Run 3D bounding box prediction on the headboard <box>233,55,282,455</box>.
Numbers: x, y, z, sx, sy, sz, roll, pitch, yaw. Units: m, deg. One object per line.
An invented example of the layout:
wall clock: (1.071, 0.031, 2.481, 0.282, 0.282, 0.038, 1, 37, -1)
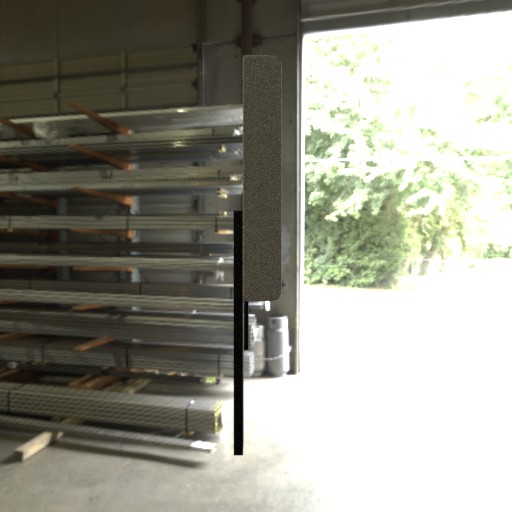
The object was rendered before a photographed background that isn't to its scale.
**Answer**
headboard: (0.000, 0.000, 2.686, 0.184, 1.524, 2.051, 0, 1, 0)
